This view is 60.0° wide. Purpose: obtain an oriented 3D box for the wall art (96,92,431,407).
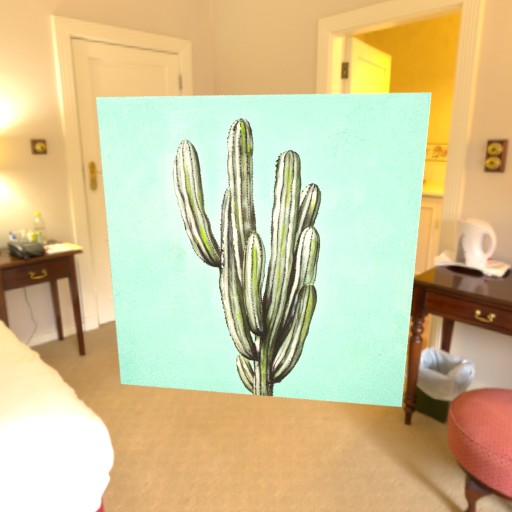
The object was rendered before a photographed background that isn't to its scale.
[{"bbox_3d":[0.000,0.000,0.883,0.603,0.603,0.036,2,15,8],"label":"wall art"}]
